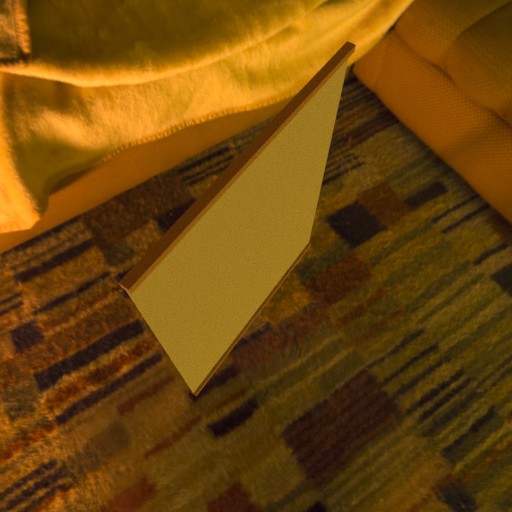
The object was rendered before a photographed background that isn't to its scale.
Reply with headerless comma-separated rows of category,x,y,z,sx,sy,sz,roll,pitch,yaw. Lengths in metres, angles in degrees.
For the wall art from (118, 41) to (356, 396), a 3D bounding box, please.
wall art,0.000,0.000,0.697,0.012,0.508,0.405,33,67,16
